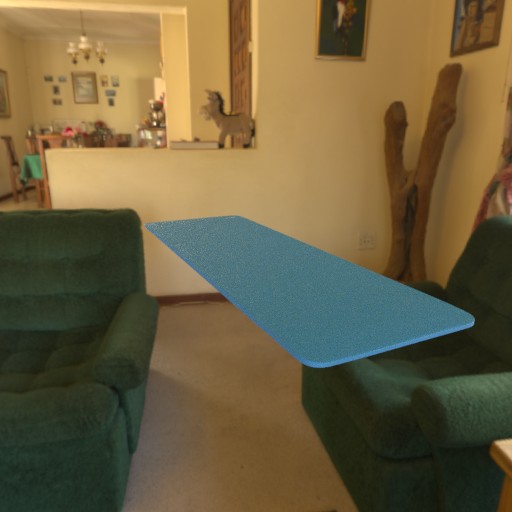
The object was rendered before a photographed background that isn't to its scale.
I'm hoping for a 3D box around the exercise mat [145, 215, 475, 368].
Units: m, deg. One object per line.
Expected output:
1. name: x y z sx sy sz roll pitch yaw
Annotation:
1. exercise mat: 0.000 0.000 2.004 0.616 0.021 1.869 -8 18 -25
